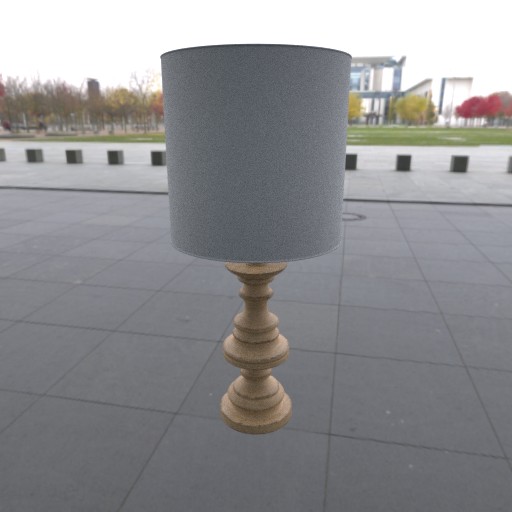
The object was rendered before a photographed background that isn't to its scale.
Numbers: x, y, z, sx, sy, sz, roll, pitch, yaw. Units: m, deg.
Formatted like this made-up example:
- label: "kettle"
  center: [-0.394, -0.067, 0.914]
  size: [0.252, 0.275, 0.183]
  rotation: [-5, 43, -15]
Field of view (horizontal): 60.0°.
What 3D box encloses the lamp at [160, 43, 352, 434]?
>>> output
- label: "lamp"
  center: [0.000, 0.000, 0.557]
  size: [0.208, 0.455, 0.208]
  rotation: [8, 19, 26]
